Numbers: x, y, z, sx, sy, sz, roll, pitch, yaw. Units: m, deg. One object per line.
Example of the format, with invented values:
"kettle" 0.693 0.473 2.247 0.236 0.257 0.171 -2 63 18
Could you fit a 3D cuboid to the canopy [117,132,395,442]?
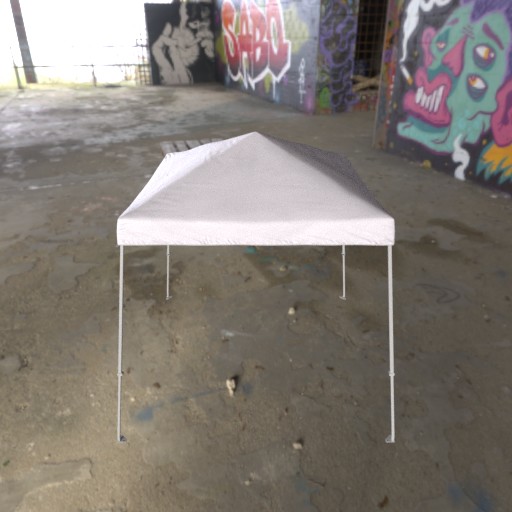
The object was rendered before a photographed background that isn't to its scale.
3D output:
"canopy" 0.000 0.000 5.189 2.849 2.850 2.850 0 26 0
